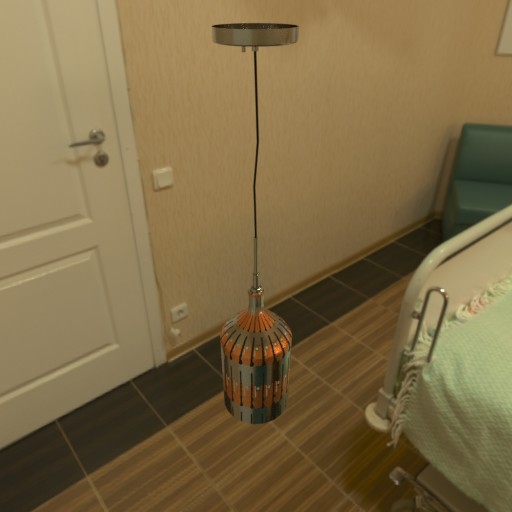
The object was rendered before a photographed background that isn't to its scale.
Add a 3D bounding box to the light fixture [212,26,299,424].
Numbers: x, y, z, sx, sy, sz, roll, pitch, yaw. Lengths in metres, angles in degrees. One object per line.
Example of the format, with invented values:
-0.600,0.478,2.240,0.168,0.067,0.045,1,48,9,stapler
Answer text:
0.000,0.000,1.662,0.303,1.535,0.303,0,31,0,light fixture
